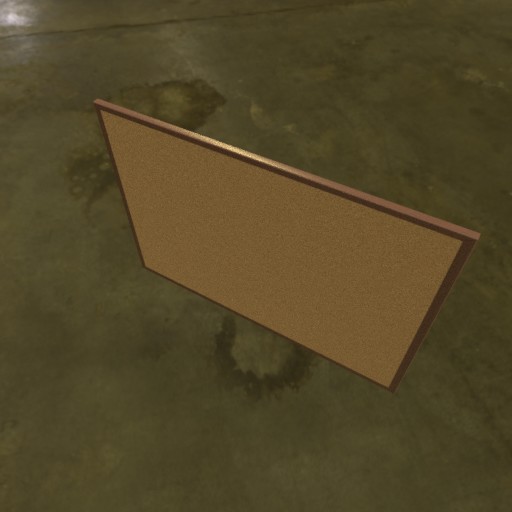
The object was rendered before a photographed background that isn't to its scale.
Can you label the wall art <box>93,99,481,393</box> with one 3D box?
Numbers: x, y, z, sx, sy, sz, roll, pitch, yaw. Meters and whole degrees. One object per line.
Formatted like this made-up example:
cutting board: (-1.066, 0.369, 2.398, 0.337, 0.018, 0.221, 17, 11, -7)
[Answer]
wall art: (0.000, 0.000, 0.844, 0.660, 0.455, 0.014, 24, 53, 20)
